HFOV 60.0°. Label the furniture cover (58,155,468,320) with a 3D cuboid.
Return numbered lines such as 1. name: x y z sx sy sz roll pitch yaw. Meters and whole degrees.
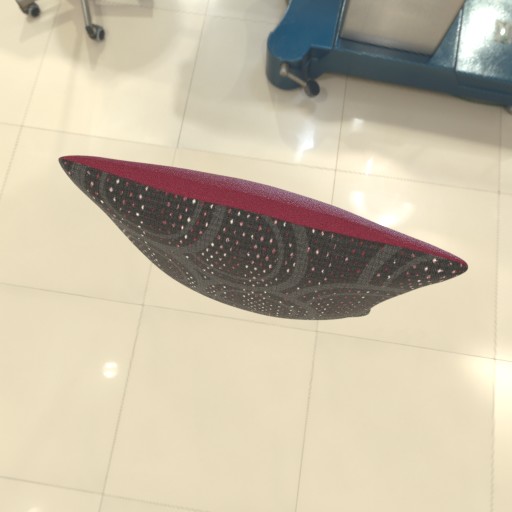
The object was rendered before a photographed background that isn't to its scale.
1. furniture cover: 0.000 0.000 0.813 0.552 0.509 0.193 15 77 4
